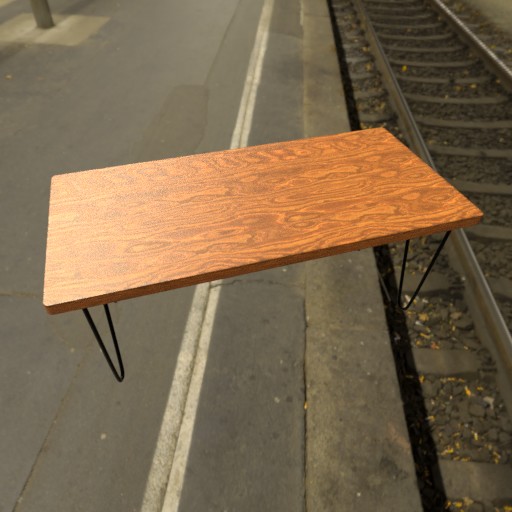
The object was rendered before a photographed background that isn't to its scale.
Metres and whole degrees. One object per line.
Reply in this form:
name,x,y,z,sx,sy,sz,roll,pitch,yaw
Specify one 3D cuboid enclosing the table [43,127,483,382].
table,0.000,0.000,2.267,1.791,0.753,0.883,-12,43,-13
